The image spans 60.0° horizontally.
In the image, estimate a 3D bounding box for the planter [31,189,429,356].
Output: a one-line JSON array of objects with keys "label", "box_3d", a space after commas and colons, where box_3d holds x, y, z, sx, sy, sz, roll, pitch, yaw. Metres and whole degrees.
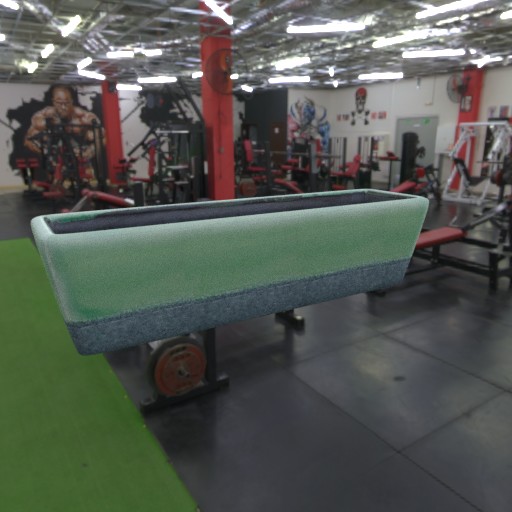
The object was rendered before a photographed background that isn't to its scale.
[{"label": "planter", "box_3d": [0.000, 0.000, 0.313, 0.275, 0.072, 0.072, -9, 18, -29]}]
